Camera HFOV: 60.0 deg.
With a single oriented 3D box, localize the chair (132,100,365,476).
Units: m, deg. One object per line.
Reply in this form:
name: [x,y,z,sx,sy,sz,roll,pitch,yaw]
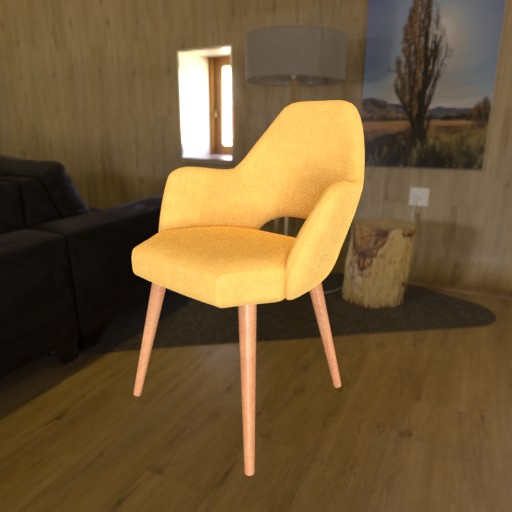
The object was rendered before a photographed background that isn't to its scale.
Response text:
chair: [0.000,0.000,1.240,0.590,0.840,0.610,15,22,41]
